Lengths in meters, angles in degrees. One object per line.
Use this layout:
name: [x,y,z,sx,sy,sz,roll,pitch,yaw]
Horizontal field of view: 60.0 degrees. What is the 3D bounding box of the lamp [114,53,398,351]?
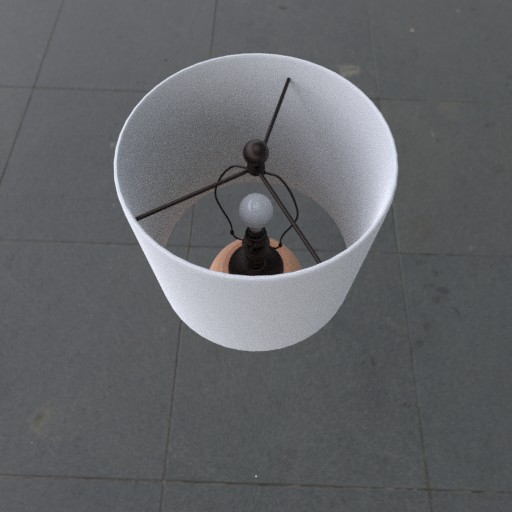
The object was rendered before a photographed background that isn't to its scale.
lamp: [0.000,0.000,0.757,0.329,0.570,0.329,0,64,0]
